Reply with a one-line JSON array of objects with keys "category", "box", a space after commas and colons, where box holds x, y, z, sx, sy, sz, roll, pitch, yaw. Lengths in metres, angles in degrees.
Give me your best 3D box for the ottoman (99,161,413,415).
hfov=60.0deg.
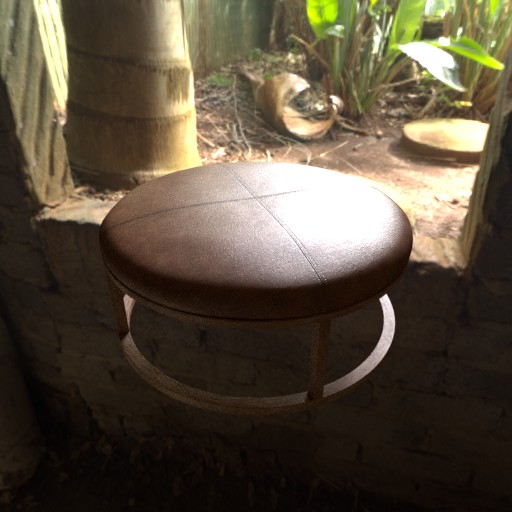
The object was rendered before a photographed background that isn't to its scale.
[{"category": "ottoman", "box": [0.000, 0.000, 1.547, 1.006, 0.445, 1.006, 0, 30, 0]}]
